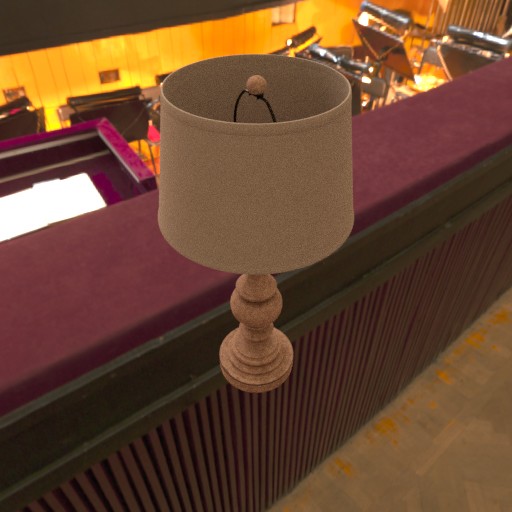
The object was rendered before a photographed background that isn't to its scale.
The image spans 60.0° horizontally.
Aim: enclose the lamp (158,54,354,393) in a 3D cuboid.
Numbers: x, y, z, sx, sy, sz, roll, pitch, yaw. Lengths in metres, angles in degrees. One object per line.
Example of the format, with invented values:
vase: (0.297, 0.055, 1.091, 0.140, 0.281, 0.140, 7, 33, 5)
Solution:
lamp: (0.000, 0.000, 0.852, 0.340, 0.678, 0.340, 0, 41, 0)
